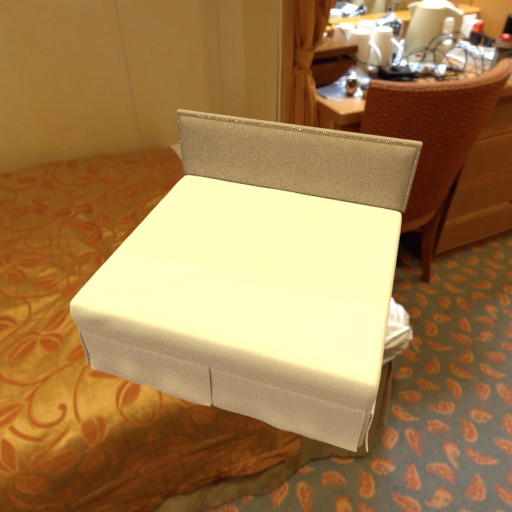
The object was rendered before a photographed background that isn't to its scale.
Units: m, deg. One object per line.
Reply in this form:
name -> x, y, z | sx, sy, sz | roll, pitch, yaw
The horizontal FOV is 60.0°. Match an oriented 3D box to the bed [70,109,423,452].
bed -> 0.000, 0.000, 3.404 | 2.170, 1.346, 1.914 | 12, 41, 14
